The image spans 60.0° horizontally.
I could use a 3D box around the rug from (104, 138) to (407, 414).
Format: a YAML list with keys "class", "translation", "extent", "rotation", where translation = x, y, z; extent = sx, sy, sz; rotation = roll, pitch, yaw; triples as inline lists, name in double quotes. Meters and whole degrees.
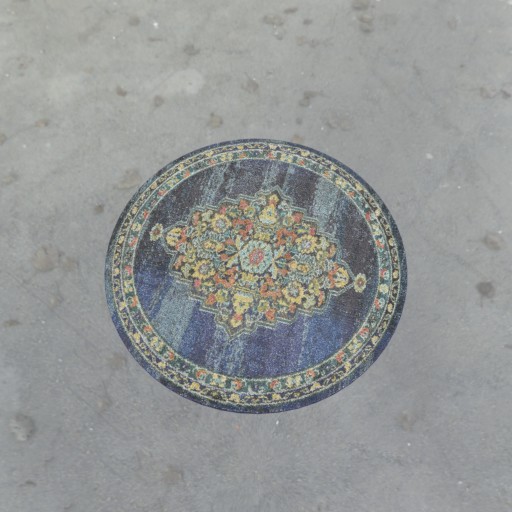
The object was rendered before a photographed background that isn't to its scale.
- class: "rug"
  translation: [0.000, 0.000, 3.528]
  extent: [2.386, 0.014, 2.386]
  rotation: [0, 64, 0]
